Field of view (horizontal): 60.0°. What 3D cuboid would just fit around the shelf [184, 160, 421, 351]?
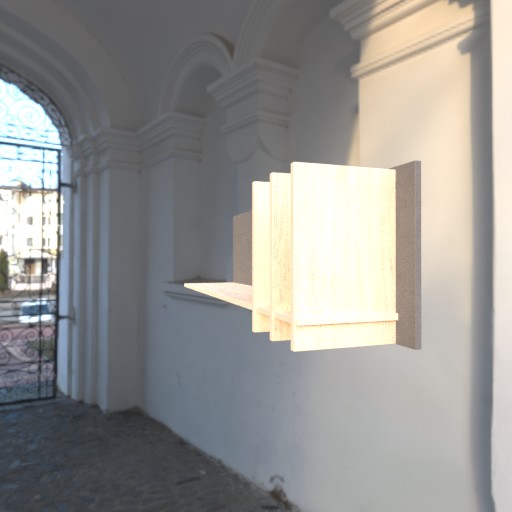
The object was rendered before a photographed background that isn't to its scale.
[{"bbox_3d":[0.000,0.000,1.153,0.200,0.300,1.020,0,0,-19],"label":"shelf"}]
